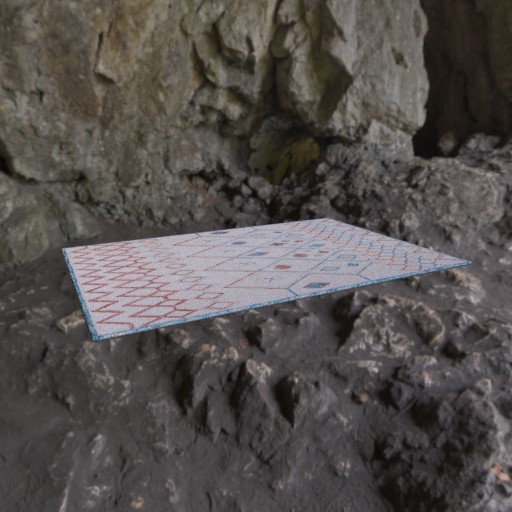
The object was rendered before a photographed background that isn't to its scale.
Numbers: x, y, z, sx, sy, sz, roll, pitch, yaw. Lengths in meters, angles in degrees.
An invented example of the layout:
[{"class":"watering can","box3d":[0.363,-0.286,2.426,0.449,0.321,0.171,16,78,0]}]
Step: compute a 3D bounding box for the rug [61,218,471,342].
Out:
[{"class":"rug","box3d":[0.000,0.000,2.360,1.829,0.016,1.219,-8,19,-26]}]
